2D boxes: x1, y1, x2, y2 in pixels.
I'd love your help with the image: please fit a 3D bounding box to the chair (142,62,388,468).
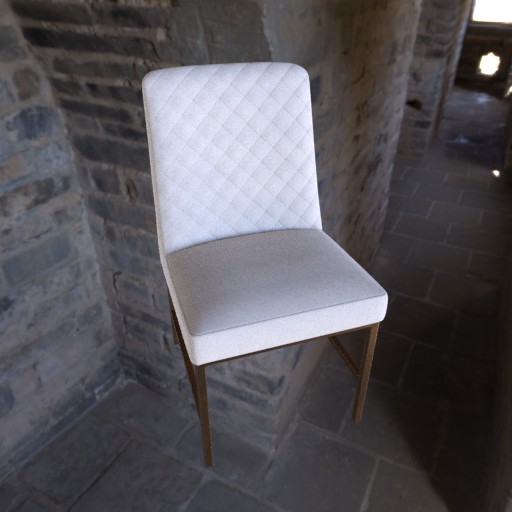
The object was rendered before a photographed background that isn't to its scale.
[{"bbox_3d":[0.000,0.000,1.252,0.503,0.933,0.597,-10,33,-16],"label":"chair"}]
